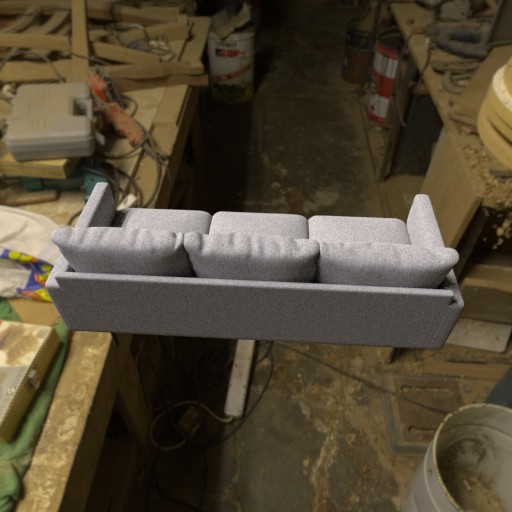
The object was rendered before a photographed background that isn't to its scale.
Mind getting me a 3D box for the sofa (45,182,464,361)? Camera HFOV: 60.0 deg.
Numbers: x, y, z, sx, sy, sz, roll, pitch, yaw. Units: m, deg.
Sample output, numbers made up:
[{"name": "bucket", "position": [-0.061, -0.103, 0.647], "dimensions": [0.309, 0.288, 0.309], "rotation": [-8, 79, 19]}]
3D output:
[{"name": "sofa", "position": [0.000, 0.000, 2.491], "dimensions": [2.000, 0.830, 0.850], "rotation": [3, 46, 2]}]
